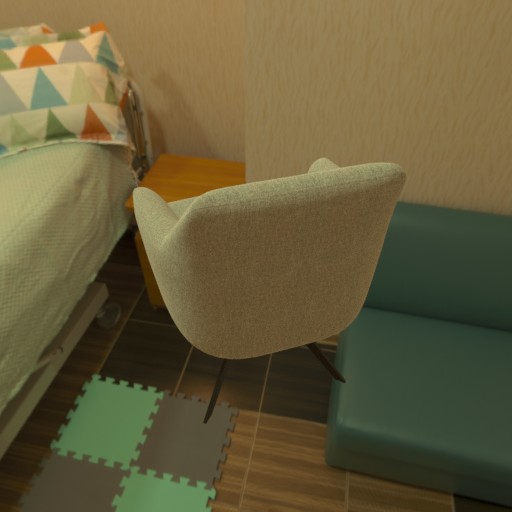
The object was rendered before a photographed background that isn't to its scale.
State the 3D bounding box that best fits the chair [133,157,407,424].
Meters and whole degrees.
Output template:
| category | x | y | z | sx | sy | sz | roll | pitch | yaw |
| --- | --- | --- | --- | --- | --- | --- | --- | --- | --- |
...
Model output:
| category | x | y | z | sx | sy | sz | roll | pitch | yaw |
| --- | --- | --- | --- | --- | --- | --- | --- | --- | --- |
| chair | 0.000 | 0.000 | 1.333 | 0.642 | 0.874 | 0.677 | -12 | 42 | -13 |
